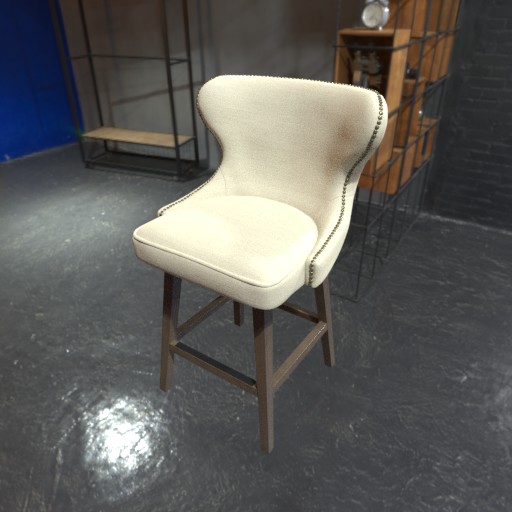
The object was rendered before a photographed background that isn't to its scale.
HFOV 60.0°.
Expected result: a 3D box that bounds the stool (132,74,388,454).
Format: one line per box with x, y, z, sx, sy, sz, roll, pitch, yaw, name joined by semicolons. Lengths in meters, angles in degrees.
0.000;0.000;1.379;0.615;0.972;0.597;19;35;29;stool
